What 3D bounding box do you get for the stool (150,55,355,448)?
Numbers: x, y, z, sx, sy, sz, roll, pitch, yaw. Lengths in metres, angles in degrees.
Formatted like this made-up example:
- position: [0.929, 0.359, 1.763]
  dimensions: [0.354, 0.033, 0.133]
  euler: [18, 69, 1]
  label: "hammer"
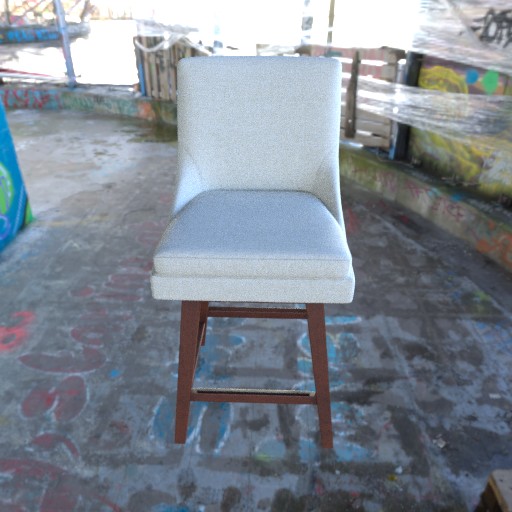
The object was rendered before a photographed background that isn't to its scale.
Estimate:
- position: [0.000, 0.000, 1.265]
  dimensions: [0.469, 0.991, 0.559]
  euler: [1, 31, 2]
  label: "stool"
